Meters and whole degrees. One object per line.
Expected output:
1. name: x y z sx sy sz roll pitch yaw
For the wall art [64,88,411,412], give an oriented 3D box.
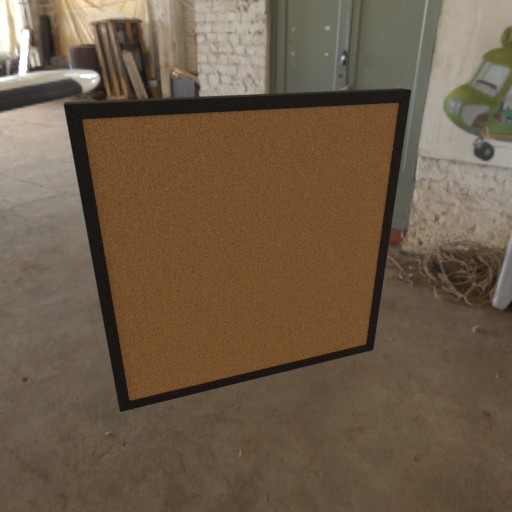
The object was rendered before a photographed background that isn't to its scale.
1. wall art: 0.000 0.000 1.112 0.763 0.763 0.037 -9 28 -17
